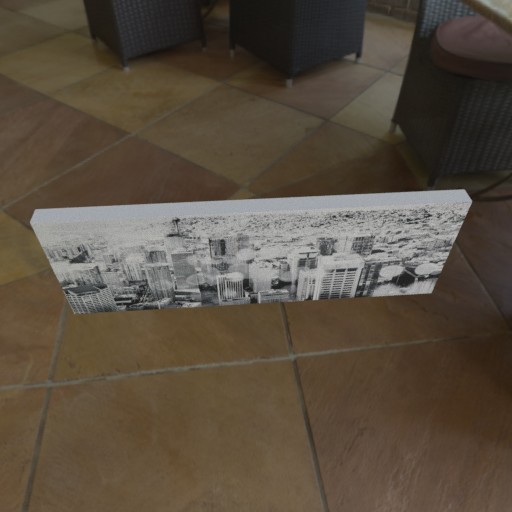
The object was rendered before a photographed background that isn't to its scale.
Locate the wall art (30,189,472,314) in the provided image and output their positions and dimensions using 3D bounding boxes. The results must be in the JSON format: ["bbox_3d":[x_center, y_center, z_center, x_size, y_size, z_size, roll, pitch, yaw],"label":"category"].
[{"bbox_3d":[0.000,0.000,0.867,0.763,0.255,0.038,-3,46,-3],"label":"wall art"}]
